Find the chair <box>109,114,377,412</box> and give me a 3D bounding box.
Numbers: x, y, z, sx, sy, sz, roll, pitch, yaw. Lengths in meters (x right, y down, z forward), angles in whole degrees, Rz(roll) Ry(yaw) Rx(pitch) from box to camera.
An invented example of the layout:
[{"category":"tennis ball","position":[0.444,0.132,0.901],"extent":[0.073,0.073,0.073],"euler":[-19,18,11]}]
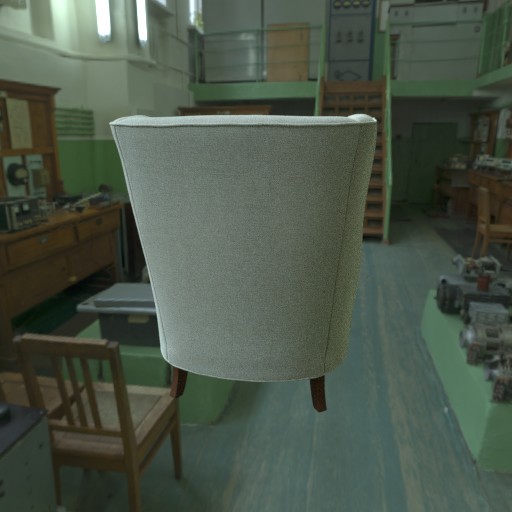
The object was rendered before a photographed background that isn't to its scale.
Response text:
[{"category":"chair","position":[0.000,0.000,1.733],"extent":[0.838,1.040,0.966],"euler":[2,16,9]}]
